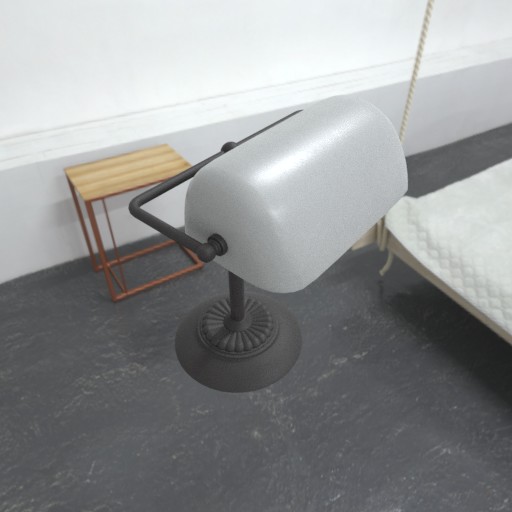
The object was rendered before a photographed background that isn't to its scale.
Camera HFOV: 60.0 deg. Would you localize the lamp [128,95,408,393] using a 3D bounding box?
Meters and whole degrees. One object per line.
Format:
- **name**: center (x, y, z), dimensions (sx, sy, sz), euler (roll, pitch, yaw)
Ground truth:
- **lamp**: center (0.000, 0.000, 0.501), dimensions (0.243, 0.339, 0.264), euler (29, 48, 29)
